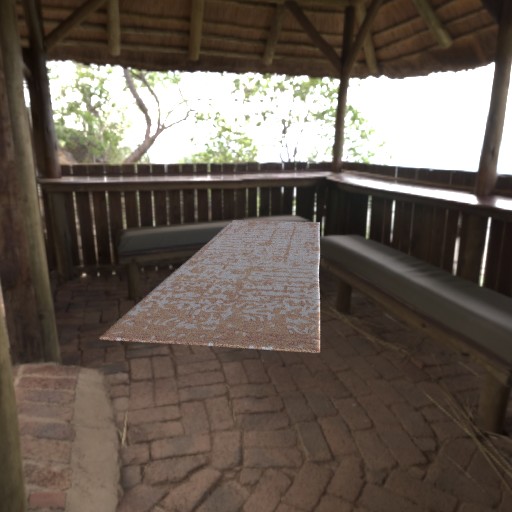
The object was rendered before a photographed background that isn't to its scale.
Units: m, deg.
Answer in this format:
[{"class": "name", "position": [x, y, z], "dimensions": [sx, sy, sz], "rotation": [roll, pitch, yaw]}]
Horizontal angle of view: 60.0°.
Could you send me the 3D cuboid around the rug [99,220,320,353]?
[{"class": "rug", "position": [0.000, 0.000, 2.633], "dimensions": [0.750, 0.011, 2.435], "rotation": [2, 14, 8]}]
